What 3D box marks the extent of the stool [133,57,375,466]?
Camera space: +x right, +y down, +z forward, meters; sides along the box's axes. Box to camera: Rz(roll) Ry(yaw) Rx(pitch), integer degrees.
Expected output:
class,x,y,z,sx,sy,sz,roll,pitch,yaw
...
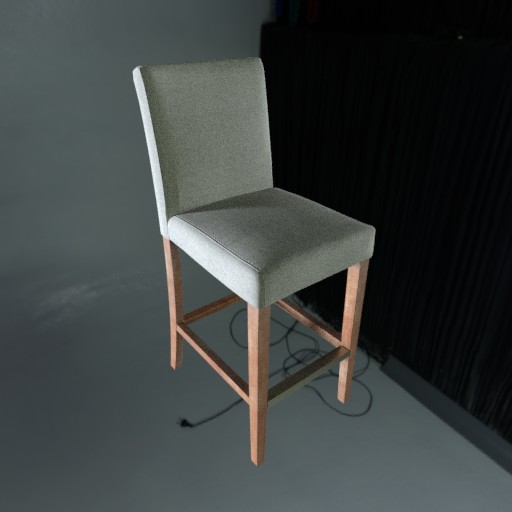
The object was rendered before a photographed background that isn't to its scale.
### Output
class,x,y,z,sx,sy,sz,roll,pitch,yaw
stool,0.000,0.000,1.388,0.439,1.088,0.570,-21,36,-33
